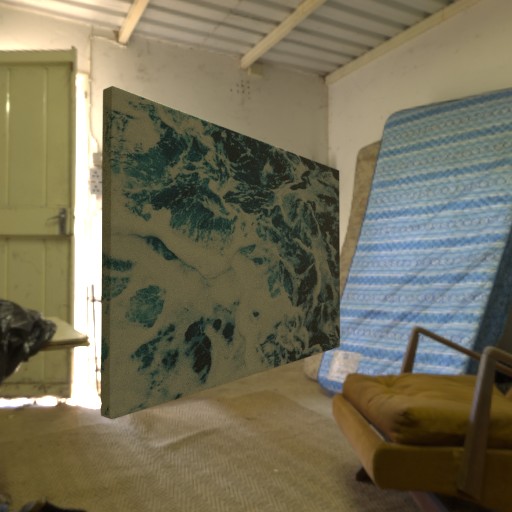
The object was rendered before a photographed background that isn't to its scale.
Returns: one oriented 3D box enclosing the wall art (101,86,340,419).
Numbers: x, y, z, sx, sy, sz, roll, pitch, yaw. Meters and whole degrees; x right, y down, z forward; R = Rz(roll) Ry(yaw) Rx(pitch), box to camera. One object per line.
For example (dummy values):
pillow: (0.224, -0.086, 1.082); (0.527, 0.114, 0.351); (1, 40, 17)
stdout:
wall art: (0.000, 0.000, 1.964); (0.055, 1.017, 1.524); (-1, -2, 37)
